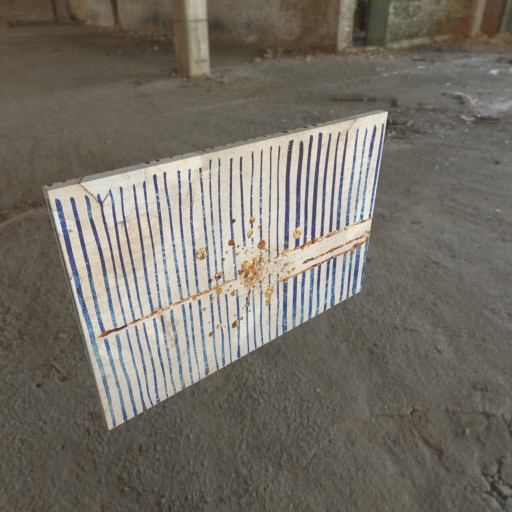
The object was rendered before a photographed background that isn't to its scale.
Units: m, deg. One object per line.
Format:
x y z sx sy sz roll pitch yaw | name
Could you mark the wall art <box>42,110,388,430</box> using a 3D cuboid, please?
0.000 0.000 1.436 1.143 0.757 0.038 -22 37 -33 | wall art
